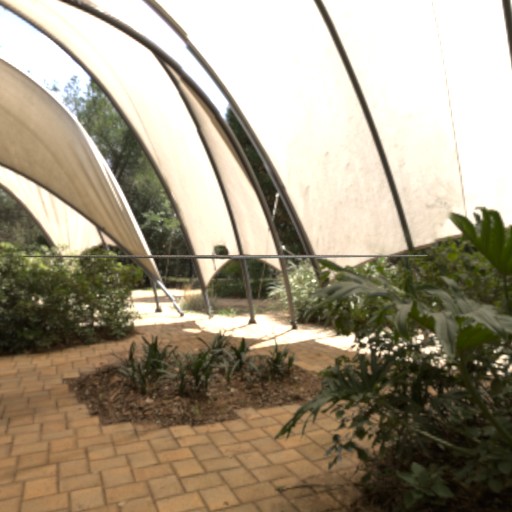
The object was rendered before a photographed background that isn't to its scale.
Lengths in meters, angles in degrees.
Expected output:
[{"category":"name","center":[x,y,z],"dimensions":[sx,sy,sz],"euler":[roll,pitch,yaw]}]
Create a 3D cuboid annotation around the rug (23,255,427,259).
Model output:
[{"category":"rug","center":[0.000,0.000,2.885],"dimensions":[1.522,0.008,2.284],"euler":[0,0,37]}]
